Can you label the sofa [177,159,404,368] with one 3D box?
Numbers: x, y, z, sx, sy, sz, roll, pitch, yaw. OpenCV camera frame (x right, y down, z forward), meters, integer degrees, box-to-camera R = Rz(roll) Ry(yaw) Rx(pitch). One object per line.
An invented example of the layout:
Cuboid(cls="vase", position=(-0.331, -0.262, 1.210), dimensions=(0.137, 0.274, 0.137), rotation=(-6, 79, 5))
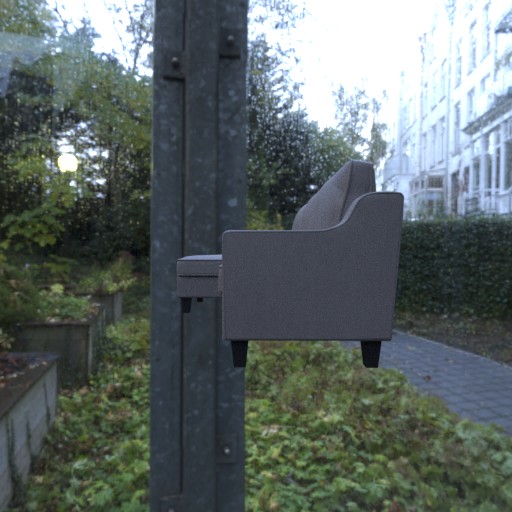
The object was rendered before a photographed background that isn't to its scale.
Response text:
Cuboid(cls="sofa", position=(0.000, 0.000, 3.129), dimensions=(1.294, 0.928, 2.561), rotation=(0, 1, 1))
